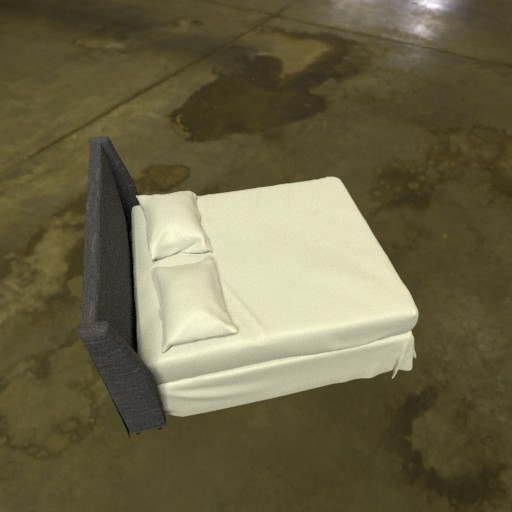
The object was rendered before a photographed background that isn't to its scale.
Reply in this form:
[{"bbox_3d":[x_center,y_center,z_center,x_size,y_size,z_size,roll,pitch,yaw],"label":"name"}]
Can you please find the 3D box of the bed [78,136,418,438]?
[{"bbox_3d":[0.000,0.000,3.478,2.276,1.332,1.925,-9,47,-9],"label":"bed"}]
